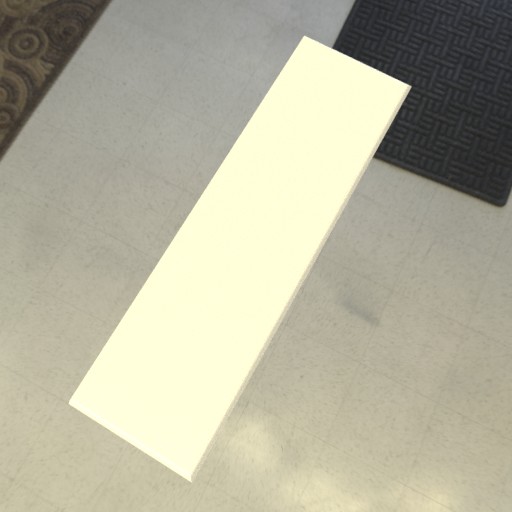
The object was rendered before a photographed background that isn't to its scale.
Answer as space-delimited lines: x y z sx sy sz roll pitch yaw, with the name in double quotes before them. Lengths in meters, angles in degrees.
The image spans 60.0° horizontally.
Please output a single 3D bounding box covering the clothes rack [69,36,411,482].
"clothes rack" 0.000 0.000 1.335 0.324 0.531 1.120 29 78 7
